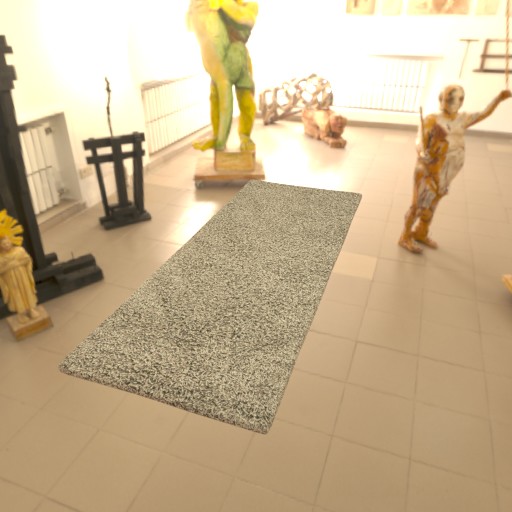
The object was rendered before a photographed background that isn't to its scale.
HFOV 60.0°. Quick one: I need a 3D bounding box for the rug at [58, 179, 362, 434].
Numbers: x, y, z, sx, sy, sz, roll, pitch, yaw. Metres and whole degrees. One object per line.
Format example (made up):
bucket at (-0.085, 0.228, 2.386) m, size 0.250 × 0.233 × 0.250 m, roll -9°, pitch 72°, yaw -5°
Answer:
rug at (0.000, 0.000, 1.739) m, size 0.609 × 0.030 × 1.524 m, roll 10°, pitch 32°, yaw 17°
